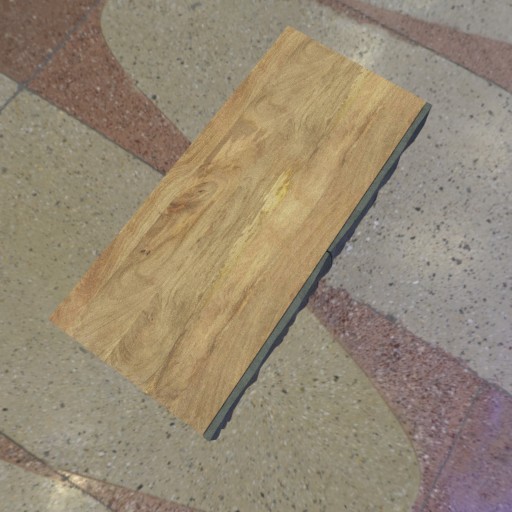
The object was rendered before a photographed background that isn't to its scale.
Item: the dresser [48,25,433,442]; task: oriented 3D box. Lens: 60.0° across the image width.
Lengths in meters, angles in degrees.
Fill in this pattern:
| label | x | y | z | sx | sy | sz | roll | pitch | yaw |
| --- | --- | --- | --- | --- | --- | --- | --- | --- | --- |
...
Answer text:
| label | x | y | z | sx | sy | sz | roll | pitch | yaw |
| --- | --- | --- | --- | --- | --- | --- | --- | --- | --- |
| dresser | 0.000 | 0.000 | 1.448 | 0.446 | 0.847 | 0.967 | 33 | 76 | 9 |
